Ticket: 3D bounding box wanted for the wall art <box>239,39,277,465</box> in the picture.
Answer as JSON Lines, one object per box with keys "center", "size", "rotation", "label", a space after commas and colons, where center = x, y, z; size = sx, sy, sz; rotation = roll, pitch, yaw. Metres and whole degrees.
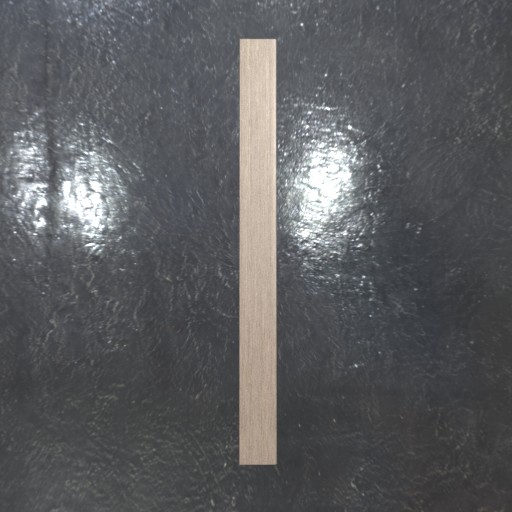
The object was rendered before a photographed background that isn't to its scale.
{"center": [0.000, 0.000, 0.627], "size": [0.032, 0.510, 0.358], "rotation": [0, 89, 0], "label": "wall art"}
